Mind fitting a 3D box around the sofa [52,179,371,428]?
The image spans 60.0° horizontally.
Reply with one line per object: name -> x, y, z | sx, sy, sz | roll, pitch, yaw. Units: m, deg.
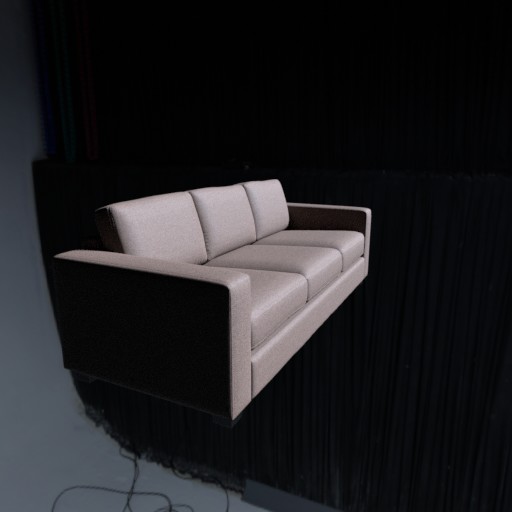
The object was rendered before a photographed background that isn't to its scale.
sofa -> 0.000, 0.000, 2.659 | 0.900, 0.806, 2.160 | 7, 15, 26
